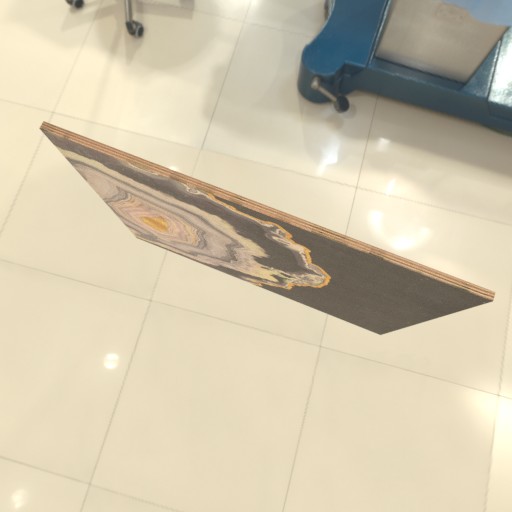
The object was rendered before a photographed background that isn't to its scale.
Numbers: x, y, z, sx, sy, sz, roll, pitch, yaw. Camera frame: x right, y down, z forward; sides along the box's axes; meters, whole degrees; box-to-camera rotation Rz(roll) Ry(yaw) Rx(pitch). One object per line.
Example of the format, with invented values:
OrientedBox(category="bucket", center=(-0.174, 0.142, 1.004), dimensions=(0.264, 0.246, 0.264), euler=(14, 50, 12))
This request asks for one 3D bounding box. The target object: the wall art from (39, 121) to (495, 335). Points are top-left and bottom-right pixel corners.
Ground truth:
OrientedBox(category="wall art", center=(0.000, 0.000, 0.659), dimensions=(0.508, 0.408, 0.010), euler=(21, 76, 5))
